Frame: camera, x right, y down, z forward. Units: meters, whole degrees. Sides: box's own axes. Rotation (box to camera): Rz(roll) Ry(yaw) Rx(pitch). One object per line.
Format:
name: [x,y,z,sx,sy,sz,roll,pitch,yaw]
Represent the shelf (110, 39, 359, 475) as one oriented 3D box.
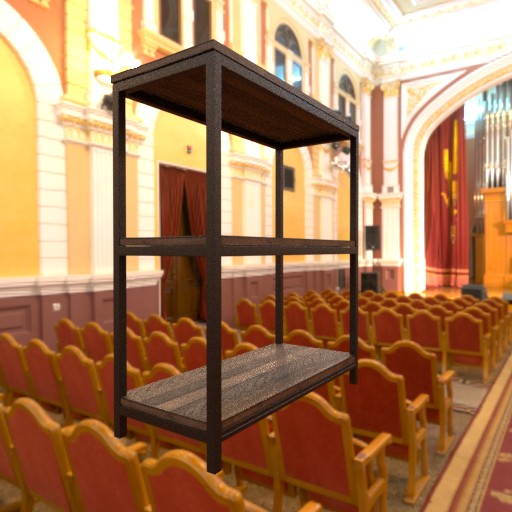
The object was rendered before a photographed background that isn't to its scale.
shelf: [0.000,0.000,1.398,0.352,0.947,0.822,1,1,35]
